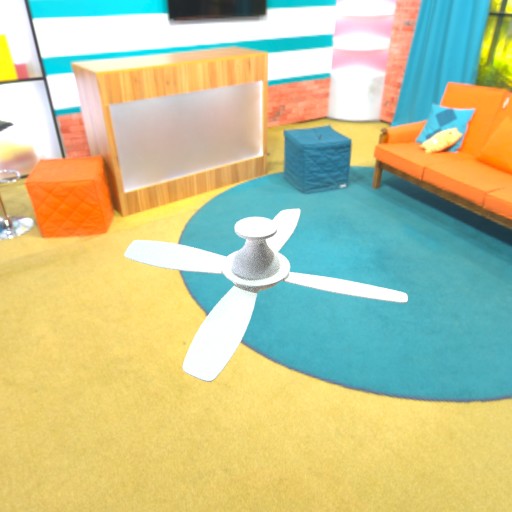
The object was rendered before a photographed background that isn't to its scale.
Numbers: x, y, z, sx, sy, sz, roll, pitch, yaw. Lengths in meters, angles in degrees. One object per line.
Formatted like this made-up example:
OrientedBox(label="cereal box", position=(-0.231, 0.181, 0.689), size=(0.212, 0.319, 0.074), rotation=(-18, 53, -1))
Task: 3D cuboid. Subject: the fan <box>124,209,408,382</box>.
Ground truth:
OrientedBox(label="fan", position=(0.000, 0.000, 2.520), size=(1.694, 0.382, 1.693), rotation=(10, 33, 15))
